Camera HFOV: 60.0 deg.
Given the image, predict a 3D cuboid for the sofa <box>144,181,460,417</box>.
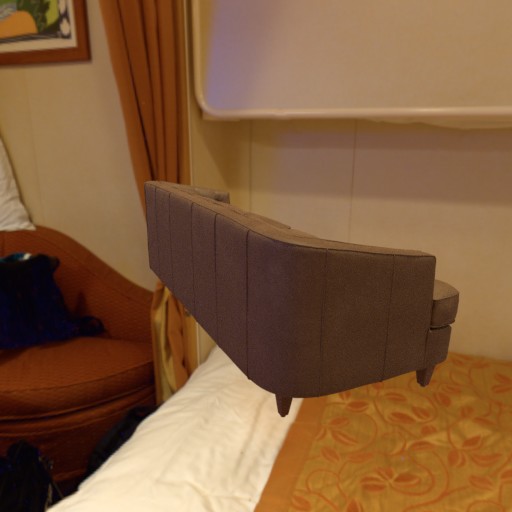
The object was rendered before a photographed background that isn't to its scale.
[{"bbox_3d":[0.000,0.000,2.650,0.927,0.787,2.227,-8,17,-25],"label":"sofa"}]
